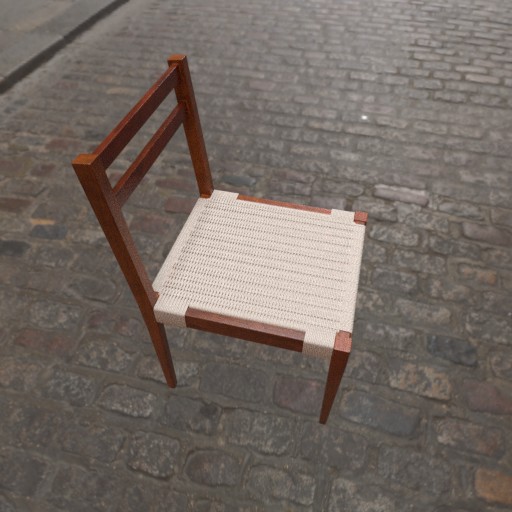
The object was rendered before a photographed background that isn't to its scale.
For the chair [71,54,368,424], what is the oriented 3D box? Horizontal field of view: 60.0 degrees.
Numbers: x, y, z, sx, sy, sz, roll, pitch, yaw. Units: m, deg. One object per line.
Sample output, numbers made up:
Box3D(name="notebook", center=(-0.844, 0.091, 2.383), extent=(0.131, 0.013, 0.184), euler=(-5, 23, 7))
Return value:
Box3D(name="chair", center=(0.000, 0.000, 1.224), extent=(0.569, 0.851, 0.495), euler=(11, 48, 10))
